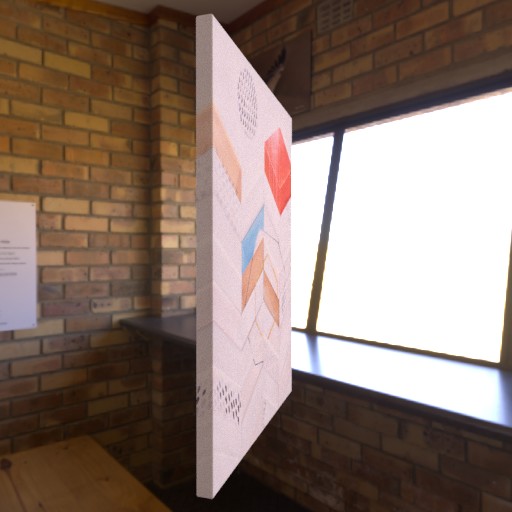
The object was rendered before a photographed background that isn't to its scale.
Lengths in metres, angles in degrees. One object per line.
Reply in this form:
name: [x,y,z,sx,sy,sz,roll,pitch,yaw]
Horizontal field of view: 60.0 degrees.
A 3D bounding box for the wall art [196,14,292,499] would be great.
wall art: [0.000,0.000,1.292,0.045,1.014,0.759,0,1,17]
